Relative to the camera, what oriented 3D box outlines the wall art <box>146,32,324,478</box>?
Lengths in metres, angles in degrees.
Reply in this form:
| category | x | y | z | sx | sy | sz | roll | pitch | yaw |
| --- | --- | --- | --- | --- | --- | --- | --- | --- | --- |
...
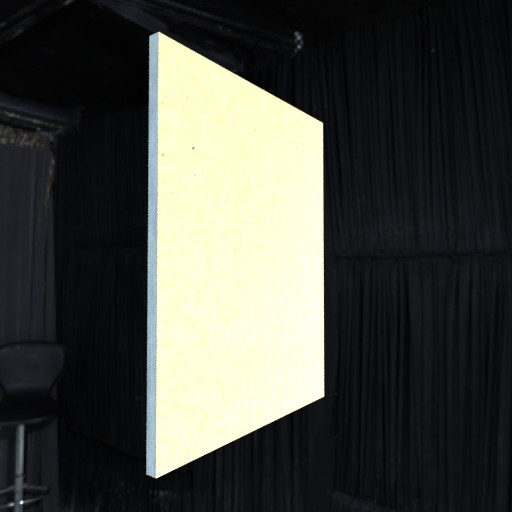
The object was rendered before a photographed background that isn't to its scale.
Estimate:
| category | x | y | z | sx | sy | sz | roll | pitch | yaw |
| --- | --- | --- | --- | --- | --- | --- | --- | --- | --- |
| wall art | 0.000 | 0.000 | 0.807 | 0.020 | 0.613 | 0.481 | -1 | -2 | 37 |
